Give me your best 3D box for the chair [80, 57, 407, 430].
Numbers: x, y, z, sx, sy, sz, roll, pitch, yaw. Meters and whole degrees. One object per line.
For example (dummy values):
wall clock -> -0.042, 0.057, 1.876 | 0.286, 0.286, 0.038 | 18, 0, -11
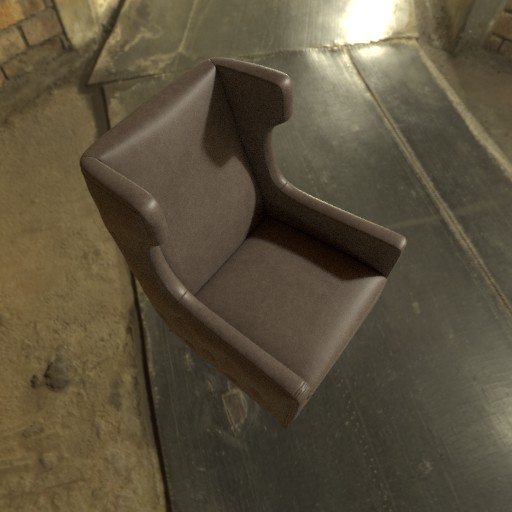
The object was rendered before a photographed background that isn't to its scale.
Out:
chair -> 0.000, 0.000, 1.679 | 0.899, 1.079, 0.769 | 32, 63, 18
